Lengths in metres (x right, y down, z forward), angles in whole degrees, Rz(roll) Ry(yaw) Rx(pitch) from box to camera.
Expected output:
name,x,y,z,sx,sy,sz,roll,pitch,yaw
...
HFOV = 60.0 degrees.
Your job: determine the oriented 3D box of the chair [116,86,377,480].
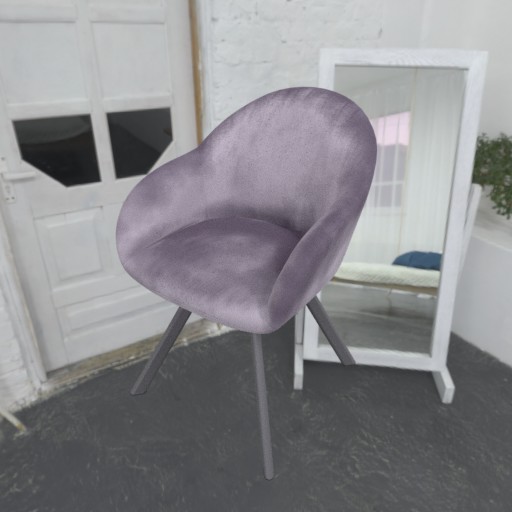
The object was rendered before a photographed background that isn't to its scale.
name,x,y,z,sx,sy,sz,roll,pitch,yaw
chair,0.000,0.000,1.188,0.550,0.795,0.590,18,33,30
